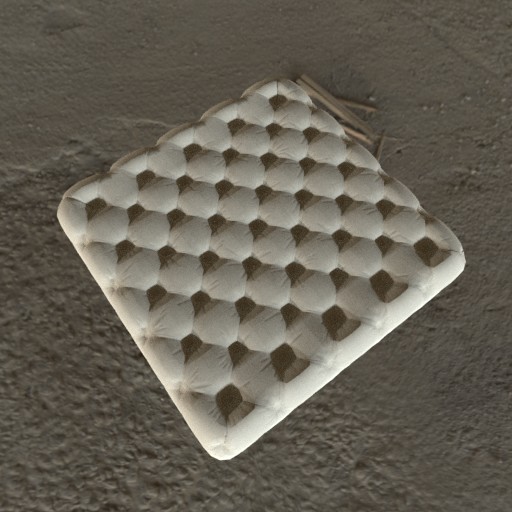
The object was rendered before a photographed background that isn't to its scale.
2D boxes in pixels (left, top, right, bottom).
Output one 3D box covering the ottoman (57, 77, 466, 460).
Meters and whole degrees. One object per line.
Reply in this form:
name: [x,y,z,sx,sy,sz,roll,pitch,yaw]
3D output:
ottoman: [0.000,0.000,1.211,0.753,0.376,0.755,-34,70,-15]
